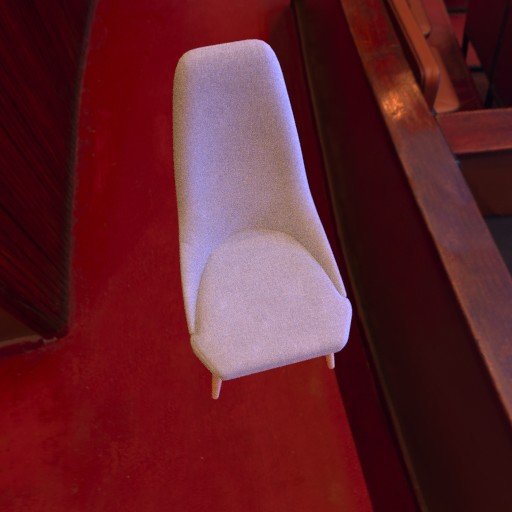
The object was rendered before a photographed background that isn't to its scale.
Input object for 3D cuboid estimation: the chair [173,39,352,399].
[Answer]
[{"bbox_3d":[0.000,0.000,1.395,0.510,1.040,0.660,-13,63,-7],"label":"chair"}]
